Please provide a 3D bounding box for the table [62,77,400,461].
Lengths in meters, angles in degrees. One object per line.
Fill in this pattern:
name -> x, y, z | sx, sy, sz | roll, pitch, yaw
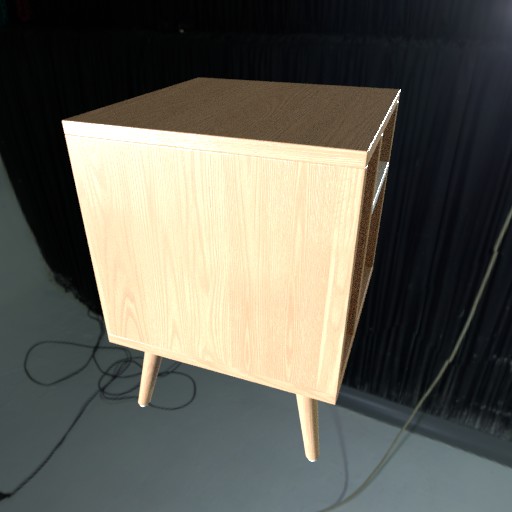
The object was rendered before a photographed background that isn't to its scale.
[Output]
table -> 0.000, 0.000, 0.825 | 0.400, 0.550, 0.400 | 11, 32, 18
